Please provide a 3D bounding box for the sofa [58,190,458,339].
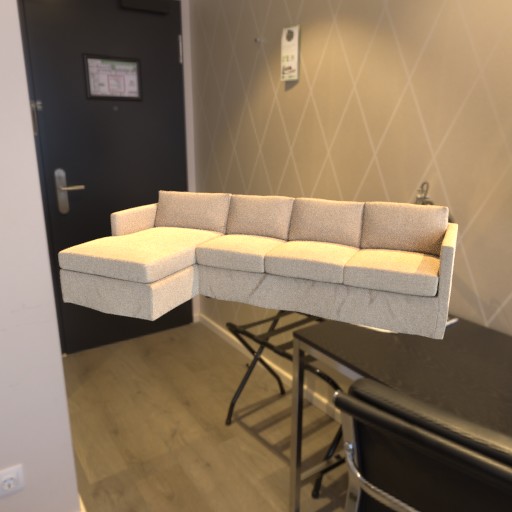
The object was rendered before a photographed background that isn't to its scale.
[{"bbox_3d":[0.000,0.000,3.936,3.205,0.922,1.650,7,17,25],"label":"sofa"}]
